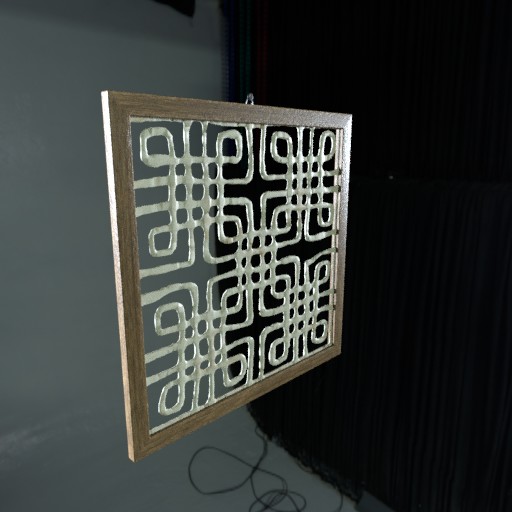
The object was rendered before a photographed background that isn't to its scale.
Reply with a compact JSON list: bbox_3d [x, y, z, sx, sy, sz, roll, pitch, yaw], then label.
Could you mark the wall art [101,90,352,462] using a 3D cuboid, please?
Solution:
[{"bbox_3d":[0.000,0.000,0.836,0.561,0.582,0.021,-13,18,-43],"label":"wall art"}]
